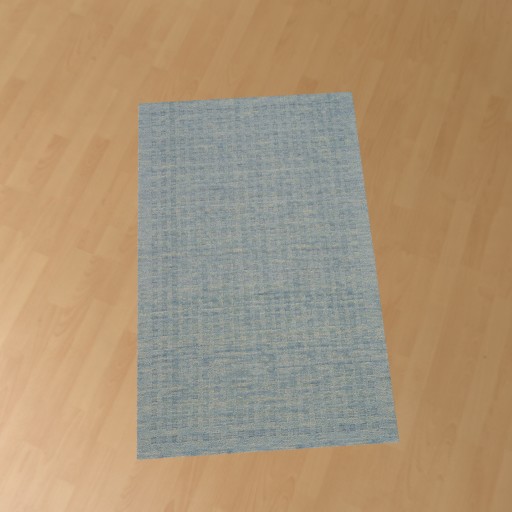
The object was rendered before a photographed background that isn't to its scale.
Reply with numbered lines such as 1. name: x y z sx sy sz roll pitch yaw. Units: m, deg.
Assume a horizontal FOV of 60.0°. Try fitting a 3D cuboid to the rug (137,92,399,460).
1. rug: 0.000 0.000 2.147 1.142 0.006 1.752 -3 75 -1
